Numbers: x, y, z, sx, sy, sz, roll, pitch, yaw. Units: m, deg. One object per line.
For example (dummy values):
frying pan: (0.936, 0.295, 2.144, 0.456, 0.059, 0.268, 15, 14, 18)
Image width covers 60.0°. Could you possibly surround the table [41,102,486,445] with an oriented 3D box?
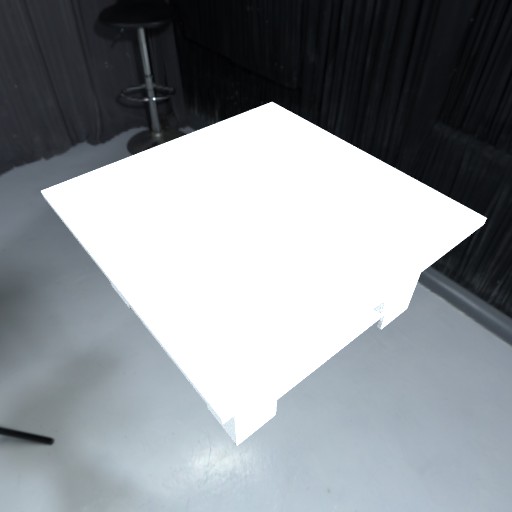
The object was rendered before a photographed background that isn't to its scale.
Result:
table: (0.000, 0.000, 1.048, 0.670, 0.305, 0.670, -30, 52, -27)
